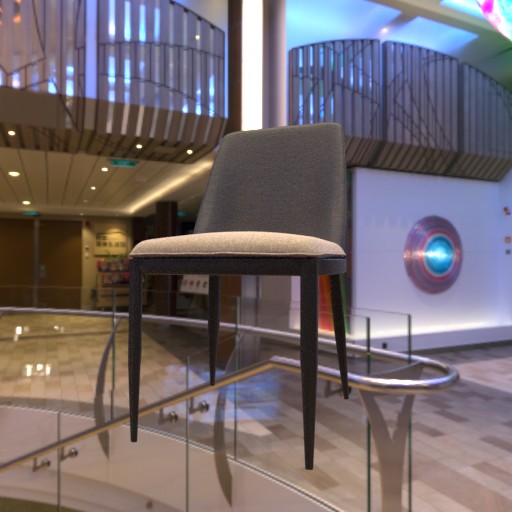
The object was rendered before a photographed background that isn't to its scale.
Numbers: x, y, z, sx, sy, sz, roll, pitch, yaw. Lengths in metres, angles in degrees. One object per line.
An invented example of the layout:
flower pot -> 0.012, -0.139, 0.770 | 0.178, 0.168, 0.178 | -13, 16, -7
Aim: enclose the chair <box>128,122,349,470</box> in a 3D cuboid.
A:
chair -> 0.000, 0.000, 1.186 | 0.480, 0.839, 0.551 | 0, 0, 19
